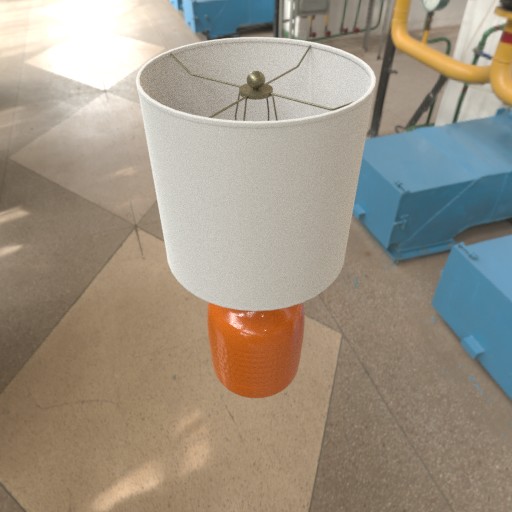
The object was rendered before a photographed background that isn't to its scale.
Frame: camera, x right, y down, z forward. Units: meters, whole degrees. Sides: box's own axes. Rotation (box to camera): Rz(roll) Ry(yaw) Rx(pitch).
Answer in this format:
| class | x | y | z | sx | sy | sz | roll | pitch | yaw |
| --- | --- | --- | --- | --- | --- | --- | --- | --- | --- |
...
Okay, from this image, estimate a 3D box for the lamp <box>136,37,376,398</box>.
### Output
| class | x | y | z | sx | sy | sz | roll | pitch | yaw |
| --- | --- | --- | --- | --- | --- | --- | --- | --- | --- |
| lamp | 0.000 | 0.000 | 1.073 | 0.418 | 0.871 | 0.418 | -12 | 43 | -13 |
